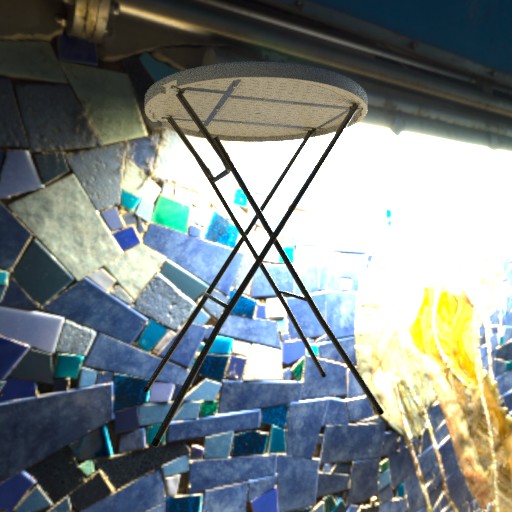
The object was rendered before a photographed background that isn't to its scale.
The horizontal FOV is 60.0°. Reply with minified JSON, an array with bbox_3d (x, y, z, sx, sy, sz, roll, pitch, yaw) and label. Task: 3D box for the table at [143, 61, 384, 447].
[{"bbox_3d":[0.000,0.000,1.640,0.795,1.105,0.792,0,2,-17],"label":"table"}]
